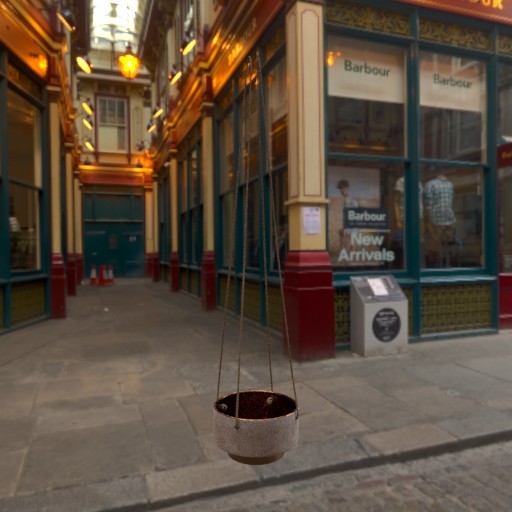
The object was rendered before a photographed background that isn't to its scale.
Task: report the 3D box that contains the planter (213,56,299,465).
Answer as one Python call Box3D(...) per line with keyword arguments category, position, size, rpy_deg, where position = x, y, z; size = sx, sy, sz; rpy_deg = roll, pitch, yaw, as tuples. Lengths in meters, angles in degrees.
Box3D(category="planter", position=(0.000, 0.000, 1.159), size=(0.223, 1.030, 0.223), rpy_deg=(0, 1, -21))
